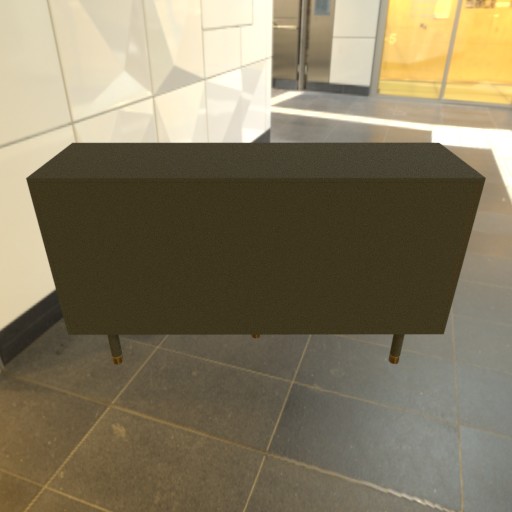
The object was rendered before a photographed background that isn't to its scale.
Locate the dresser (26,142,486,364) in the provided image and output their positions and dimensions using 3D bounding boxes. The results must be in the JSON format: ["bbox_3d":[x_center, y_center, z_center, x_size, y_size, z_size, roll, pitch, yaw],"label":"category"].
[{"bbox_3d":[0.000,0.000,1.918,1.558,0.872,0.463,0,30,0],"label":"dresser"}]
